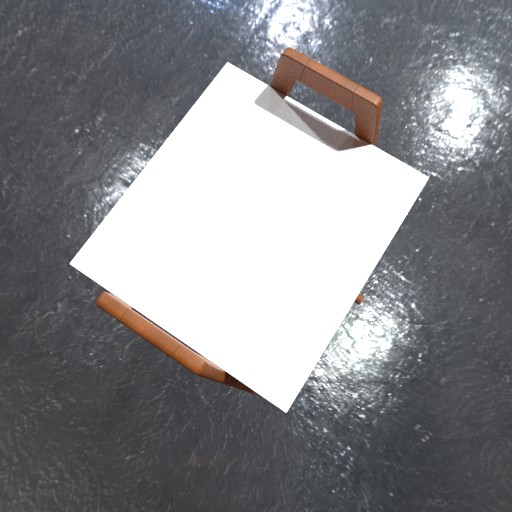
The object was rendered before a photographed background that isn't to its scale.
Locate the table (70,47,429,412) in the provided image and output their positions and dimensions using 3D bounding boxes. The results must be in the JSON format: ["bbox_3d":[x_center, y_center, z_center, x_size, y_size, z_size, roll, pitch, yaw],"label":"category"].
[{"bbox_3d":[0.000,0.000,0.880,0.405,0.610,0.457,33,78,8],"label":"table"}]
